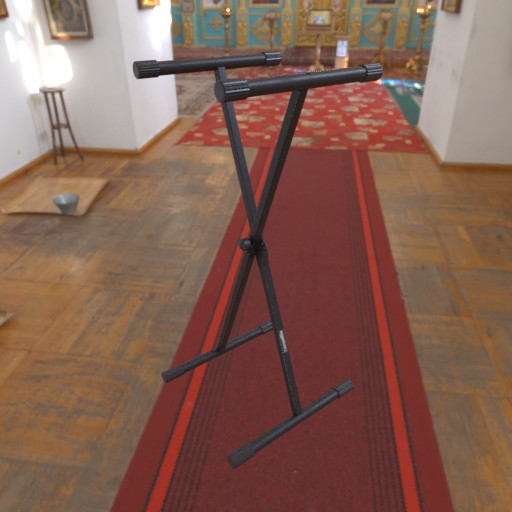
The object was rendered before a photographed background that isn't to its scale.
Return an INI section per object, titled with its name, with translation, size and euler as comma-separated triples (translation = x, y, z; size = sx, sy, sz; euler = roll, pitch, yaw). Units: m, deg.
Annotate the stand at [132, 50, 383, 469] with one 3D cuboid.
[stand]
translation = 0.000, 0.000, 1.166
size = 0.449, 0.940, 0.409
euler = -21, 36, -32
